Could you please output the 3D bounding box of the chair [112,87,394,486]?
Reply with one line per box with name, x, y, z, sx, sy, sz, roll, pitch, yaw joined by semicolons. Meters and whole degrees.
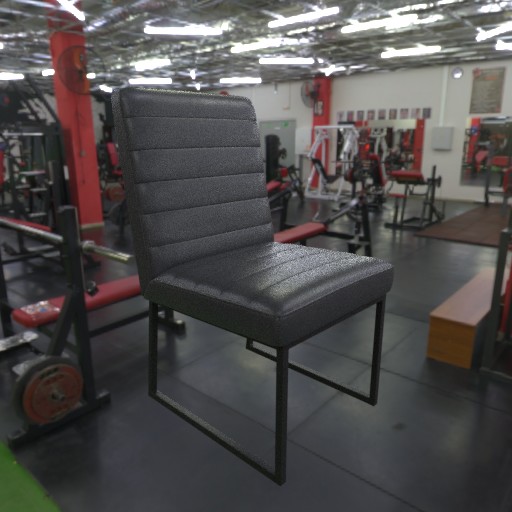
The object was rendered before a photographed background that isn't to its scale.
chair;0.000;0.000;1.288;0.634;0.930;0.520;14;21;42
